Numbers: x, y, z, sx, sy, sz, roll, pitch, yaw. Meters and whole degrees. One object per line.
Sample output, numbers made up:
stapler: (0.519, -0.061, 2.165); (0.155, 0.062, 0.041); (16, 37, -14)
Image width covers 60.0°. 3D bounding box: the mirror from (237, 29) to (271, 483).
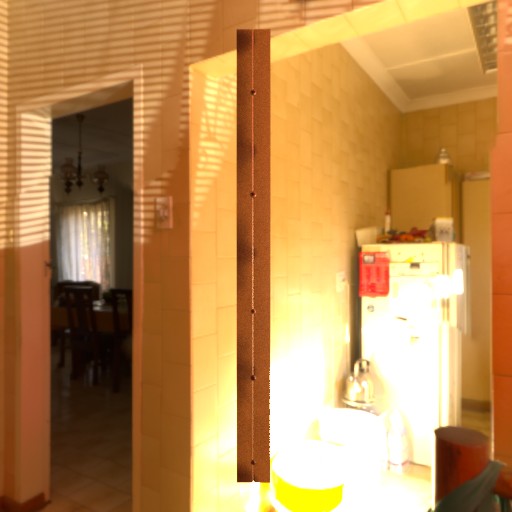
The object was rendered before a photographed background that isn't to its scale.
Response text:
mirror: (0.000, 0.000, 0.749); (0.042, 0.507, 0.509); (0, 0, 1)
